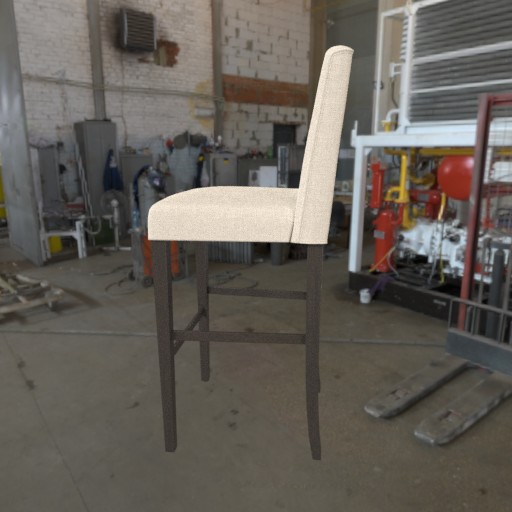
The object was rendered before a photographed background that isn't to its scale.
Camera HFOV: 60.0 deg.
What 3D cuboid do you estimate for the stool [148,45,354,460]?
[{"bbox_3d":[0.000,0.000,1.373,0.509,1.116,0.474,2,13,8],"label":"stool"}]
